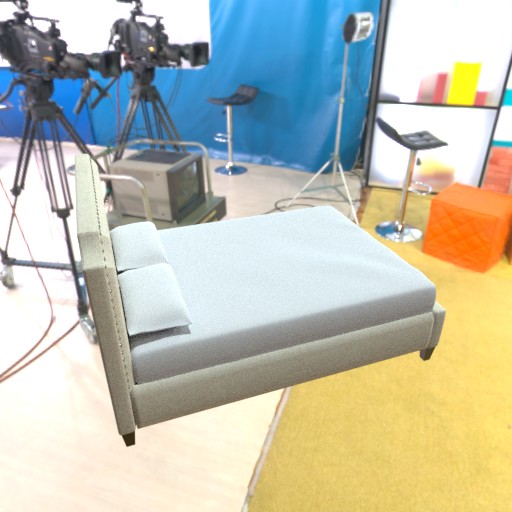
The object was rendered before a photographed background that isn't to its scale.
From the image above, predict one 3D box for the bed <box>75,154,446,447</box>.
[{"bbox_3d":[0.000,0.000,3.449,2.381,1.457,1.713,-10,31,-17],"label":"bed"}]
